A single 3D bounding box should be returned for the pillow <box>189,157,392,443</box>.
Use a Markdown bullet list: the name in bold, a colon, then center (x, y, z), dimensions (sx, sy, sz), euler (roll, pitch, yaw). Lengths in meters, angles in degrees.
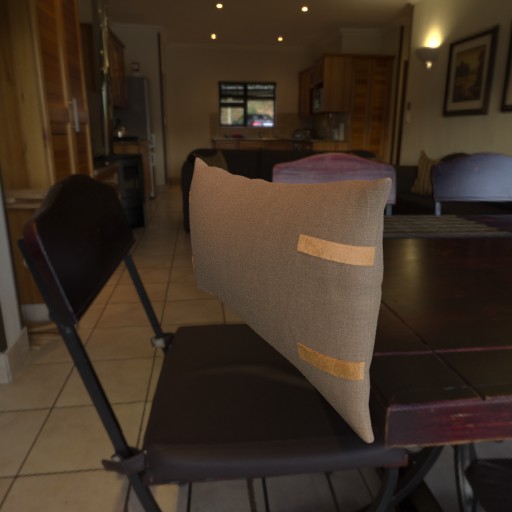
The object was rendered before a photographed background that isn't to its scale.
- **pillow**: center (0.000, 0.000, 0.741), dimensions (0.148, 0.308, 0.612), euler (-7, 17, -25)
